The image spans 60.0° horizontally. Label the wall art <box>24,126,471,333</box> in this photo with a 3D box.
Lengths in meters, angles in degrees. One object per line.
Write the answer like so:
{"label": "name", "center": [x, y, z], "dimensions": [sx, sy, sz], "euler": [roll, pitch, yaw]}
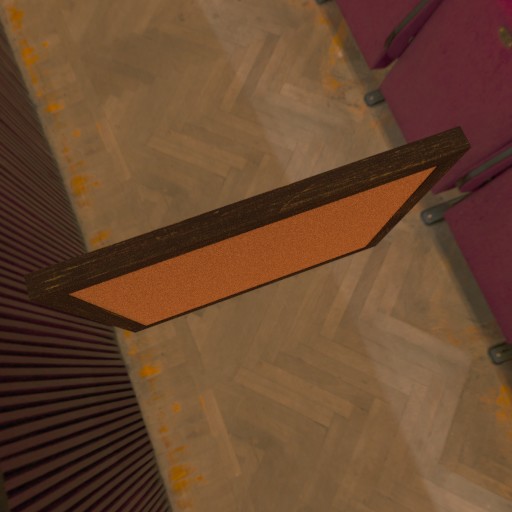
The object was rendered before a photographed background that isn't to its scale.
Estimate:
{"label": "wall art", "center": [0.000, 0.000, 0.751], "dimensions": [0.558, 0.457, 0.032], "euler": [-19, 76, -5]}
